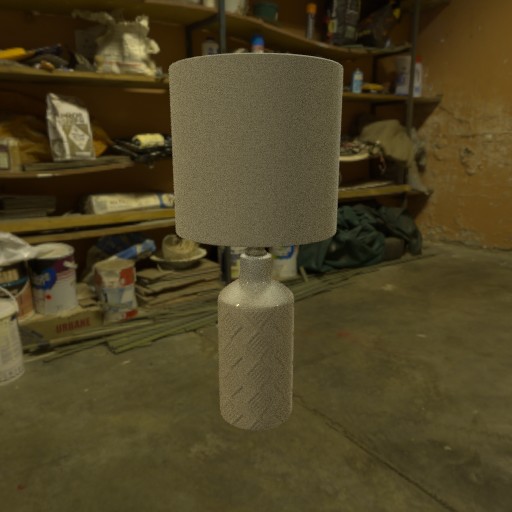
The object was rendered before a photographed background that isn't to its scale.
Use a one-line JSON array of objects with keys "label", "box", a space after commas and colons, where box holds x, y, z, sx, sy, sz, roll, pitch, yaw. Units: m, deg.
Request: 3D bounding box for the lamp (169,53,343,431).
[{"label": "lamp", "box": [0.000, 0.000, 0.589, 0.207, 0.461, 0.207, 2, 14, 10]}]
